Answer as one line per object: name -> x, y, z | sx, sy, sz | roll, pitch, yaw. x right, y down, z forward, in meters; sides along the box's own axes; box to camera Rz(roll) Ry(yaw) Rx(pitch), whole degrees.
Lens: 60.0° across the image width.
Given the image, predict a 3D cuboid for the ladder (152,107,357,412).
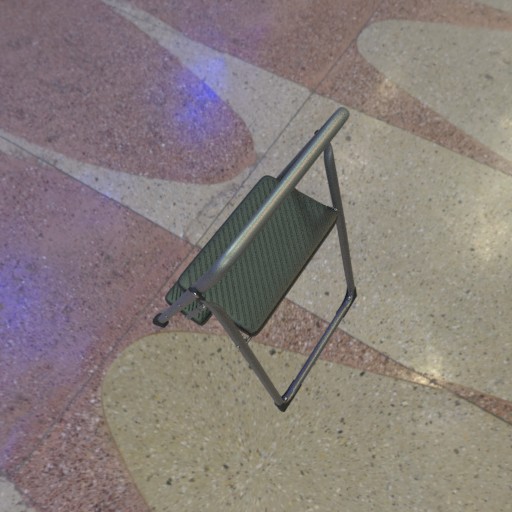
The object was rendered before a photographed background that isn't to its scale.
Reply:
ladder -> 0.000, 0.000, 1.026 | 0.472, 0.720, 0.430 | 32, 68, 14
